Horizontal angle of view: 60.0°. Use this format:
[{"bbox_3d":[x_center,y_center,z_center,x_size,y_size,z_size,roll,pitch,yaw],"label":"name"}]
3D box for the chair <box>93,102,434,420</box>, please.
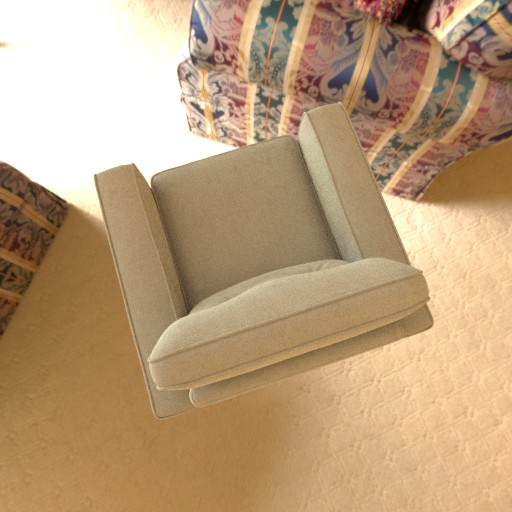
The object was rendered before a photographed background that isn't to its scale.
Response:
[{"bbox_3d":[0.000,0.000,1.741,1.015,0.965,0.939,-17,77,-4],"label":"chair"}]
